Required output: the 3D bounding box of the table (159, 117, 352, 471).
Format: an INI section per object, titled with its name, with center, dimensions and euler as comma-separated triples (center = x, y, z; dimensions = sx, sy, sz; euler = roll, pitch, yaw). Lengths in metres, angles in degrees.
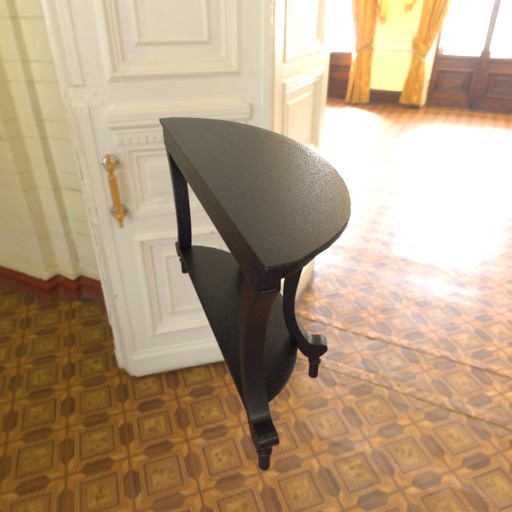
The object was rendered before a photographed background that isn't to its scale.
[table]
center = 0.000, 0.000, 1.517
dimensions = 0.394, 0.692, 1.198
euler = -10, 32, -17
